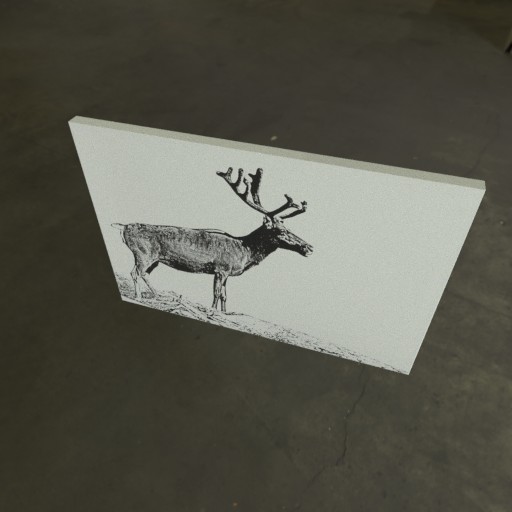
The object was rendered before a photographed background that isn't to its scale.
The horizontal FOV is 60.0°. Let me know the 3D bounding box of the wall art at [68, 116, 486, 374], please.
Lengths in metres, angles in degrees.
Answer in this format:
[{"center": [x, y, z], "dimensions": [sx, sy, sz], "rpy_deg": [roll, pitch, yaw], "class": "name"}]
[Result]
[{"center": [0.000, 0.000, 1.144], "dimensions": [0.906, 0.617, 0.033], "rpy_deg": [12, 44, 13], "class": "wall art"}]
